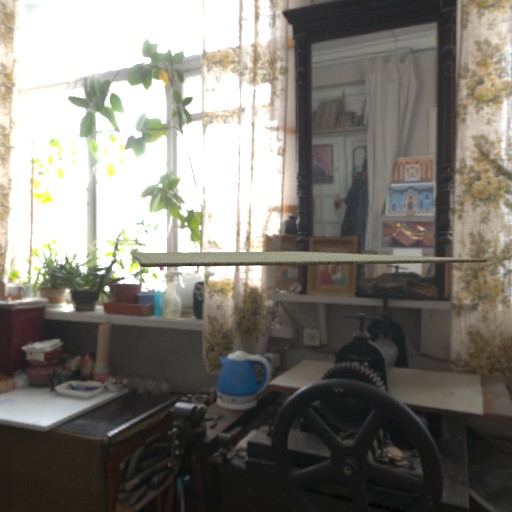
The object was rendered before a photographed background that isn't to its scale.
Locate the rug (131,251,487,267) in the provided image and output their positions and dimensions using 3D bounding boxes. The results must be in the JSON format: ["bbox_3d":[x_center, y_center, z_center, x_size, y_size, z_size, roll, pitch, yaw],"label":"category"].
[{"bbox_3d":[0.000,0.000,2.325,1.243,0.014,1.846,0,2,-17],"label":"rug"}]
